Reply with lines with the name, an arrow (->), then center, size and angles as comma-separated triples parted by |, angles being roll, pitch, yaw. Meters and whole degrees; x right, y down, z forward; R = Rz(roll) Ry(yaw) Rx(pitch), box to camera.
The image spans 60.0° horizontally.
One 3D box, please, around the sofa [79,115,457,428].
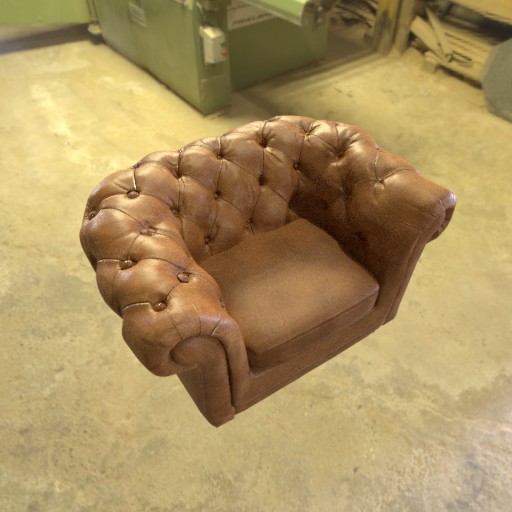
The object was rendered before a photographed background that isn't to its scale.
sofa -> 0.000, 0.000, 2.059 | 1.405, 0.878, 1.033 | -24, 50, -22
